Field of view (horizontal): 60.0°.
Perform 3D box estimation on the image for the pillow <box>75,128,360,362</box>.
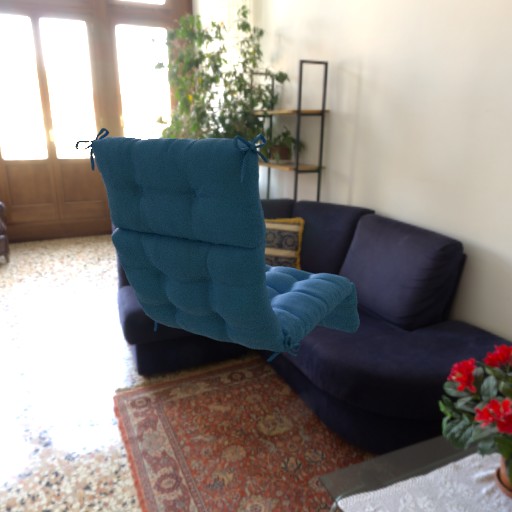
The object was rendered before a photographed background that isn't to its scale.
[{"bbox_3d":[0.000,0.000,1.549,0.526,0.863,1.016,9,19,29],"label":"pillow"}]
